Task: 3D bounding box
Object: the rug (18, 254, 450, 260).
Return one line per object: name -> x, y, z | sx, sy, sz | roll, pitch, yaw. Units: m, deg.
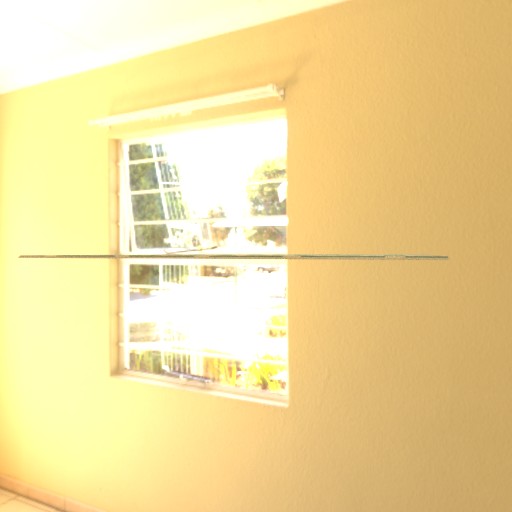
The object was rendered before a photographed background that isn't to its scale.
rug -> 0.000, 0.000, 4.110 | 3.049, 0.021, 2.466 | 0, 0, 17
